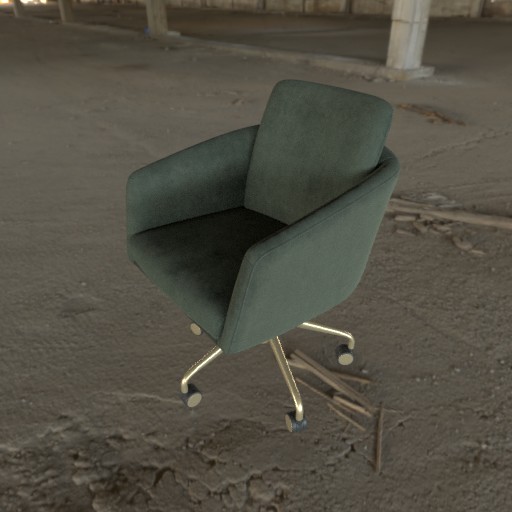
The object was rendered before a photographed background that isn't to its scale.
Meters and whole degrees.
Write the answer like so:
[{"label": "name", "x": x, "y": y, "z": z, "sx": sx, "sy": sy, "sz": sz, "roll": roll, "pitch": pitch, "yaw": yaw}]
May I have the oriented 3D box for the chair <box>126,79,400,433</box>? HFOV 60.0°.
[{"label": "chair", "x": 0.000, "y": 0.000, "z": 1.333, "sx": 0.635, "sy": 0.908, "sz": 0.641, "roll": -22, "pitch": 37, "yaw": -31}]
